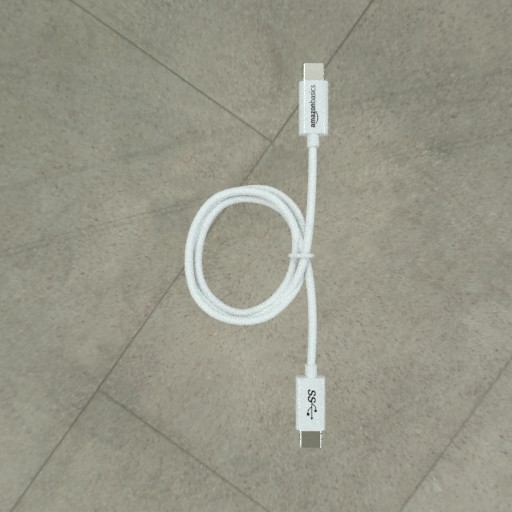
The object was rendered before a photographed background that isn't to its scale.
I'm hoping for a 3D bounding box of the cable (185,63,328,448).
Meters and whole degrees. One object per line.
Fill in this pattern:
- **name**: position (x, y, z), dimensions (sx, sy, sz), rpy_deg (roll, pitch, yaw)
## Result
- **cable**: position (0.000, 0.000, 0.213), dimensions (0.070, 0.014, 0.186), rpy_deg (0, 90, 1)
